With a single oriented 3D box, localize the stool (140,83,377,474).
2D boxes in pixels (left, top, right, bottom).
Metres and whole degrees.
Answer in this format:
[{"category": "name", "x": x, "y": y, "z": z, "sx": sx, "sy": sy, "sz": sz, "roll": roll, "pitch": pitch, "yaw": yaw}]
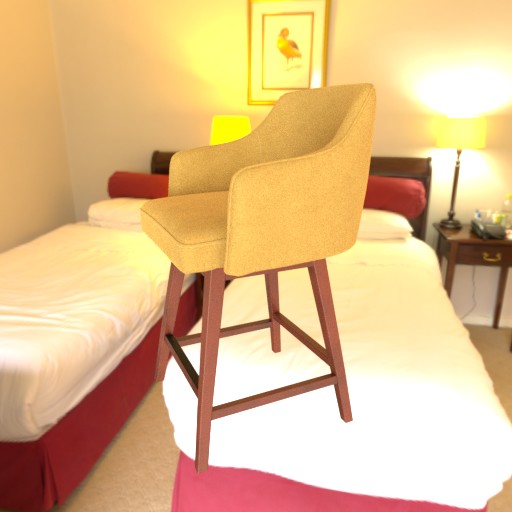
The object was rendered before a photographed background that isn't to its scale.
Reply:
[{"category": "stool", "x": 0.000, "y": 0.000, "z": 1.262, "sx": 0.558, "sy": 0.924, "sz": 0.548, "roll": -8, "pitch": 19, "yaw": -24}]
